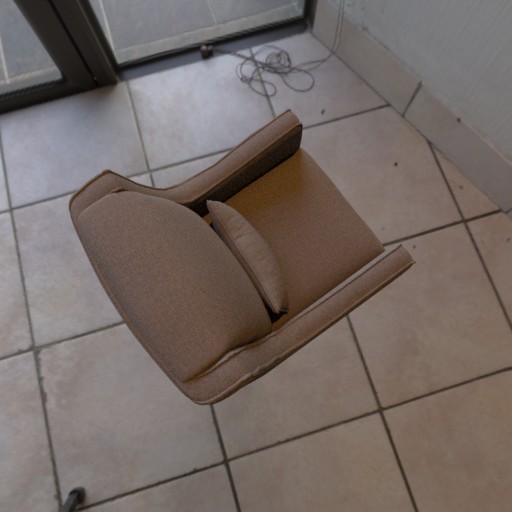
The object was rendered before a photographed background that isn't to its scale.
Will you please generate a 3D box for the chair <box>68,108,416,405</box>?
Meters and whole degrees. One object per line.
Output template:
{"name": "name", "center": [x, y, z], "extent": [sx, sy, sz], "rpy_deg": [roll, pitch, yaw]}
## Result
{"name": "chair", "center": [0.000, 0.000, 1.635], "extent": [0.879, 0.993, 0.732], "rpy_deg": [-35, 78, -8]}
